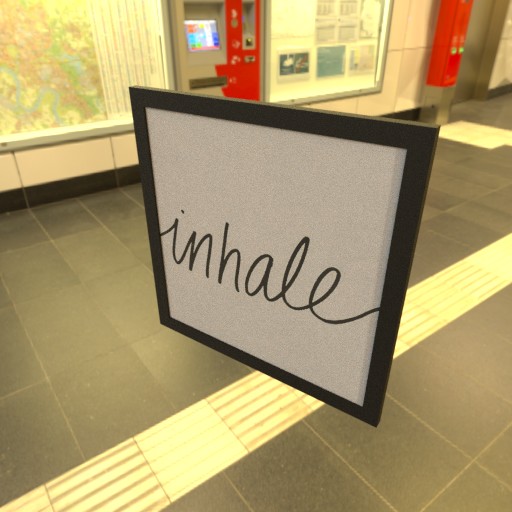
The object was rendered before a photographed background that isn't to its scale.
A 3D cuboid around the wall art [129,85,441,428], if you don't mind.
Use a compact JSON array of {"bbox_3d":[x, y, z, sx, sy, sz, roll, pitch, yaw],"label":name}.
[{"bbox_3d":[0.000,0.000,0.533,0.356,0.356,0.013,18,34,29],"label":"wall art"}]
